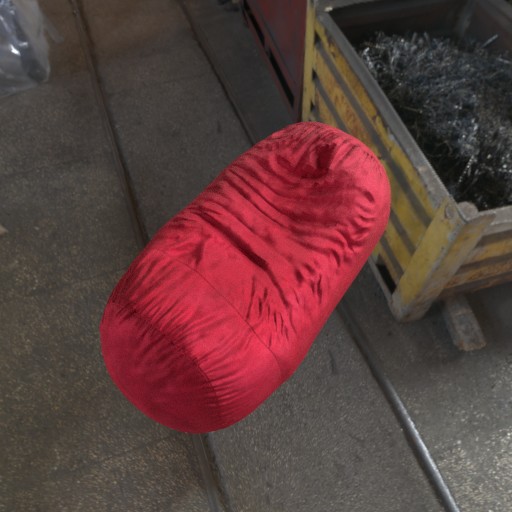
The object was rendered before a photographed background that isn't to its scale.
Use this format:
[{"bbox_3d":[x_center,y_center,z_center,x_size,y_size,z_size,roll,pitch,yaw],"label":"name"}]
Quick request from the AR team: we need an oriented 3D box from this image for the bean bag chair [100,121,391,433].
[{"bbox_3d":[0.000,0.000,2.878,1.216,0.867,2.293,32,63,18],"label":"bean bag chair"}]
